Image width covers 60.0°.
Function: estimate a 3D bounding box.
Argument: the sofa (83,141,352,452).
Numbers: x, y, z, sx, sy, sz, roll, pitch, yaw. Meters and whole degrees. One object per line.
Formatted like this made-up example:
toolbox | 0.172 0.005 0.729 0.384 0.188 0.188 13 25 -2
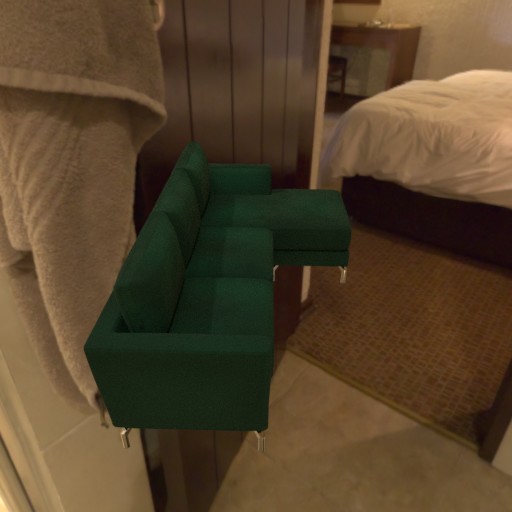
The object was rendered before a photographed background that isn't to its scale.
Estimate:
sofa | 0.000 0.000 3.118 1.489 1.007 2.441 1 31 1
